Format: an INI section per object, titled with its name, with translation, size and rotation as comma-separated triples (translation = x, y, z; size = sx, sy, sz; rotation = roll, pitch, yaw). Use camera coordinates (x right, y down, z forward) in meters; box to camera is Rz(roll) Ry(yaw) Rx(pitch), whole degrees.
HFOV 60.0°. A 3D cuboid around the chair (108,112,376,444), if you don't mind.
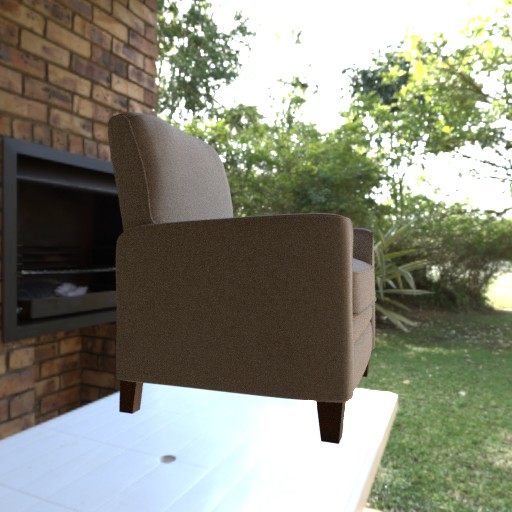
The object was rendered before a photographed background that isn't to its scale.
[chair]
translation = 0.000, 0.000, 1.685
size = 0.859, 1.023, 0.845
rotation = 0, 0, 20
